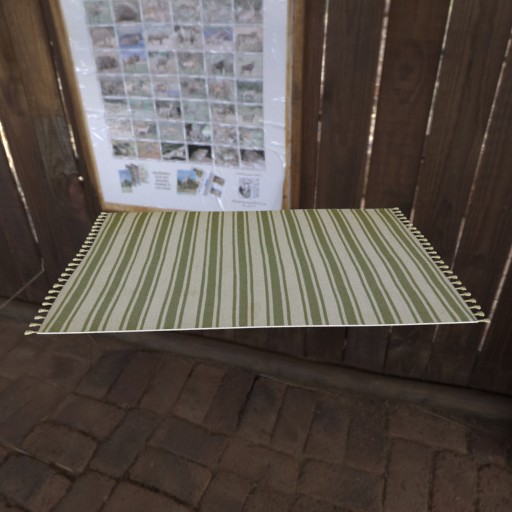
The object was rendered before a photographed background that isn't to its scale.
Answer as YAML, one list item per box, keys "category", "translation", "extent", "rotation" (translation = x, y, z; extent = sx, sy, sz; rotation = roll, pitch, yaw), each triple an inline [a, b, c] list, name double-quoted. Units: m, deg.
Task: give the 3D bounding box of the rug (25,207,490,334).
- category: "rug"
  translation: [0.000, 0.000, 2.260]
  extent: [1.875, 0.013, 1.162]
  rotation: [-1, 30, -2]
